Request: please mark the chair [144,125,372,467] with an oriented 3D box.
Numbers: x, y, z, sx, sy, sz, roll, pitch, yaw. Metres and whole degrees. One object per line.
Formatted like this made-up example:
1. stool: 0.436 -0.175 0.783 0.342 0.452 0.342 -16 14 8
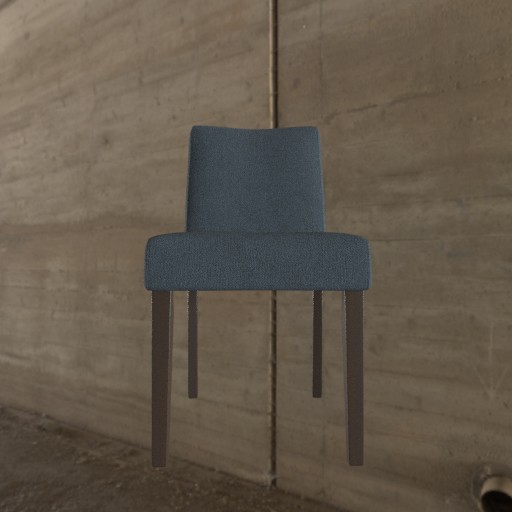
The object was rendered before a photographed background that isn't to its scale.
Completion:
1. chair: 0.000 0.000 1.222 0.487 0.882 0.629 0 -1 -1
